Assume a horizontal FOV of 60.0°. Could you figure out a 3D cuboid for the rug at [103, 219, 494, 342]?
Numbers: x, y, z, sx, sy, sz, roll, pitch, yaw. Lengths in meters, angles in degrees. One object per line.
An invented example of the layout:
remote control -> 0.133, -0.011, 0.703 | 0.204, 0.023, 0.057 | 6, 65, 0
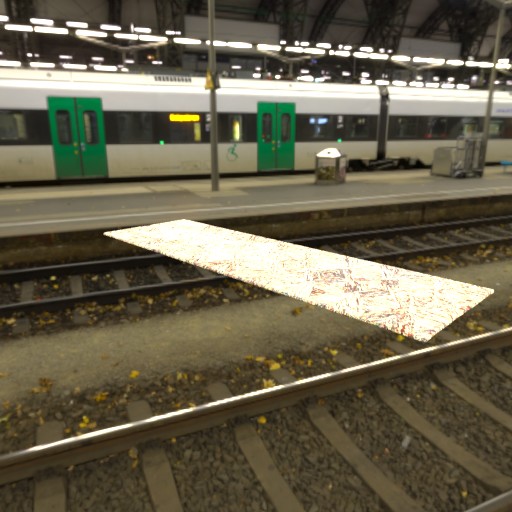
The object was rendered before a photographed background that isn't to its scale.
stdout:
rug -> 0.000, 0.000, 2.498 | 2.292, 0.015, 0.688 | 15, 22, 43
